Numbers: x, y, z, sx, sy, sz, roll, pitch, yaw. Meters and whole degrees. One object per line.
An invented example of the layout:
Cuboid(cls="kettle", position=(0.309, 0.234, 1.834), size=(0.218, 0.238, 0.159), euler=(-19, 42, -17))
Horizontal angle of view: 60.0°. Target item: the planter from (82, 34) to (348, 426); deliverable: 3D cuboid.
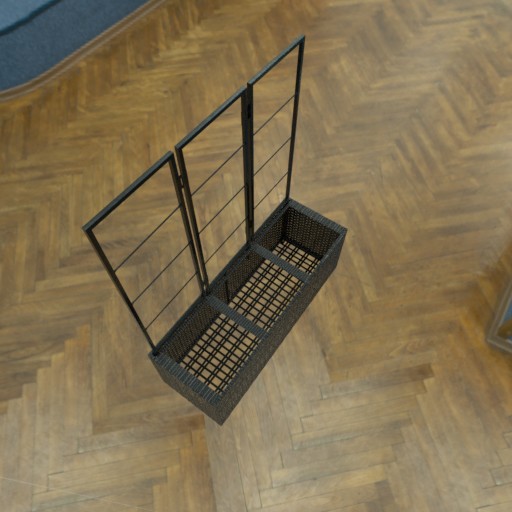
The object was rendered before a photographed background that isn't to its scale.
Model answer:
Cuboid(cls="planter", position=(0.000, 0.000, 1.188), size=(0.244, 0.841, 0.699), euler=(31, 63, 18))
